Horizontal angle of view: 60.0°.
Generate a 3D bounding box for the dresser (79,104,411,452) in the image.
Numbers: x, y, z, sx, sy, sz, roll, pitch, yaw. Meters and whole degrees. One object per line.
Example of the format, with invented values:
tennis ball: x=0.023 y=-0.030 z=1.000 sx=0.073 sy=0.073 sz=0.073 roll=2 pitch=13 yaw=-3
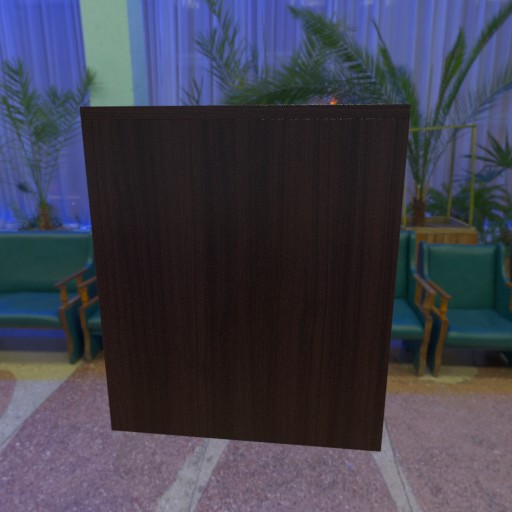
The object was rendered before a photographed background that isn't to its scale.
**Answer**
dresser: x=0.000 y=0.000 z=0.763 sx=0.400 sy=0.470 sz=0.360 roll=2 pitch=15 yaw=7
